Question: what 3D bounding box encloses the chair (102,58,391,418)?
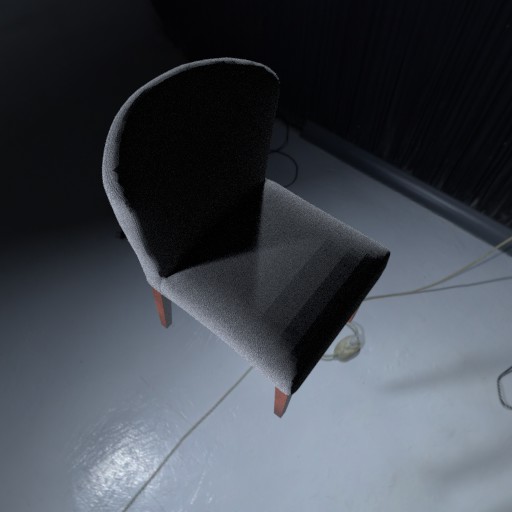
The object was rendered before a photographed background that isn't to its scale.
[{"bbox_3d":[0.000,0.000,1.197,0.589,0.839,0.491,34,64,19],"label":"chair"}]
